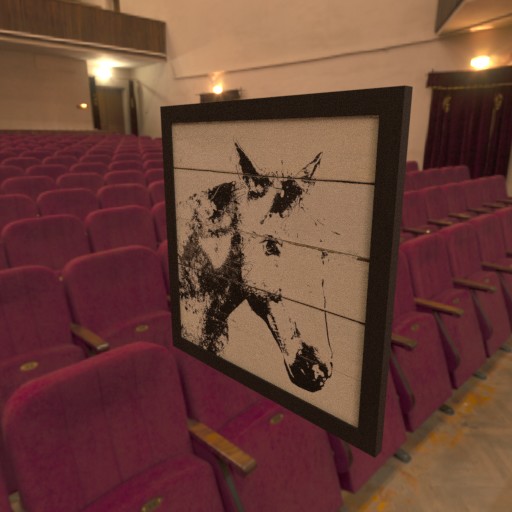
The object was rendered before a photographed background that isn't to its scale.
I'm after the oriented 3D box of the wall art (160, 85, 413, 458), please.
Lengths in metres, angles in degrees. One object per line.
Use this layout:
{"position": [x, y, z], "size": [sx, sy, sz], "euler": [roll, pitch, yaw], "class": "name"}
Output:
{"position": [0.000, 0.000, 1.517], "size": [0.038, 1.016, 1.016], "euler": [-14, 21, -43], "class": "wall art"}
